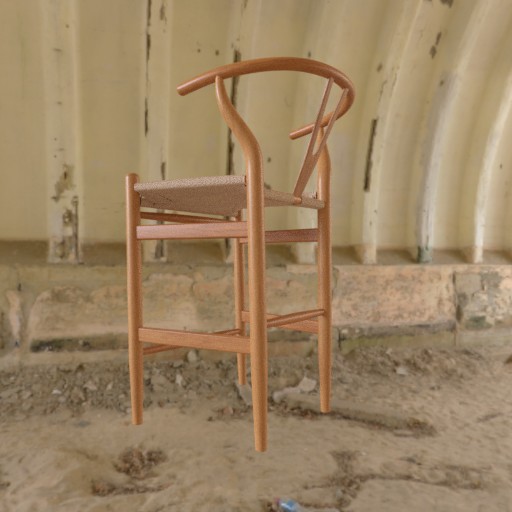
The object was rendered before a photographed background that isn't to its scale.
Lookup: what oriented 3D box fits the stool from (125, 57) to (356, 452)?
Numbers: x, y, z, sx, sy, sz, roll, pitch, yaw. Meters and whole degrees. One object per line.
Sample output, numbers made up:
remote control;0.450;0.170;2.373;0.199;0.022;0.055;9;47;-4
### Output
stool;0.000;0.000;1.335;0.579;0.970;0.569;0;0;37
